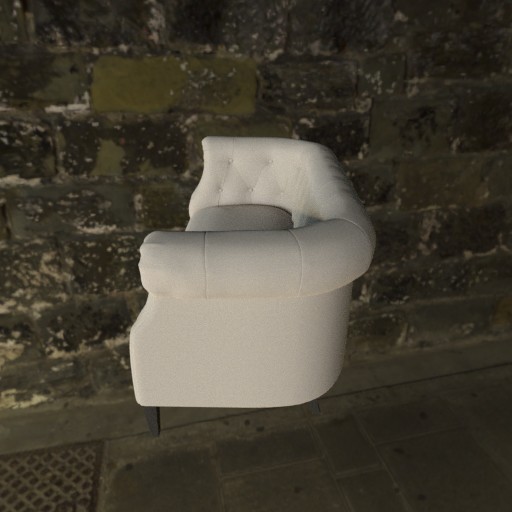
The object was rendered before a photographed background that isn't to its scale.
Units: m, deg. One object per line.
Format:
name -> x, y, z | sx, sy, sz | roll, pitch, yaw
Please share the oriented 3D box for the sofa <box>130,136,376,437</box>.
sofa -> 0.000, 0.000, 2.072 | 0.835, 0.827, 1.558 | 1, 27, 1
